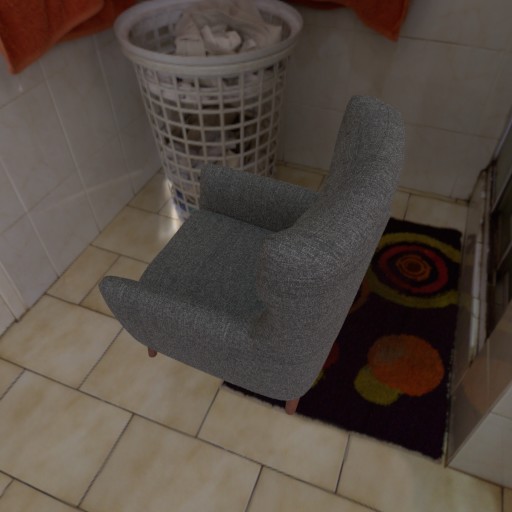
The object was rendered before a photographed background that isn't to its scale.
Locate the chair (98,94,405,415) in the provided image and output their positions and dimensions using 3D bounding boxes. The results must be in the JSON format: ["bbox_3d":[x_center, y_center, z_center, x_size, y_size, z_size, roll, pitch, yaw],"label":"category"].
[{"bbox_3d":[0.000,0.000,1.748,0.904,1.063,0.878,18,49,16],"label":"chair"}]
